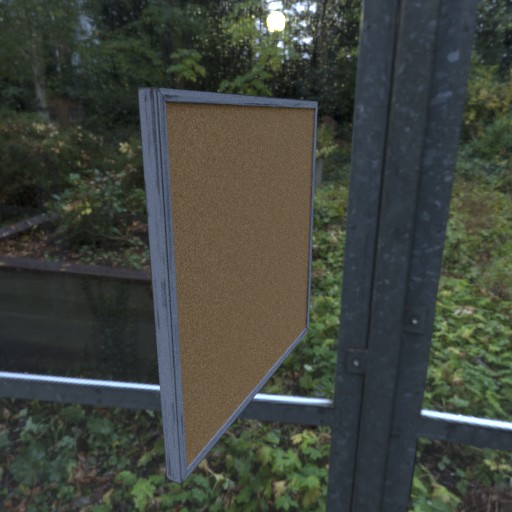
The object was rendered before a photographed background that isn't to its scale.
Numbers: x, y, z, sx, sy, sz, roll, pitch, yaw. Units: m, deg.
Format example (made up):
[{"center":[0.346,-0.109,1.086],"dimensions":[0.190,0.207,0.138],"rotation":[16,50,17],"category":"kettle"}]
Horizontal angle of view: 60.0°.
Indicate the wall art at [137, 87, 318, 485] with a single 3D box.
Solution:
[{"center":[0.000,0.000,1.123],"dimensions":[0.037,0.761,0.761],"rotation":[8,19,25],"category":"wall art"}]
